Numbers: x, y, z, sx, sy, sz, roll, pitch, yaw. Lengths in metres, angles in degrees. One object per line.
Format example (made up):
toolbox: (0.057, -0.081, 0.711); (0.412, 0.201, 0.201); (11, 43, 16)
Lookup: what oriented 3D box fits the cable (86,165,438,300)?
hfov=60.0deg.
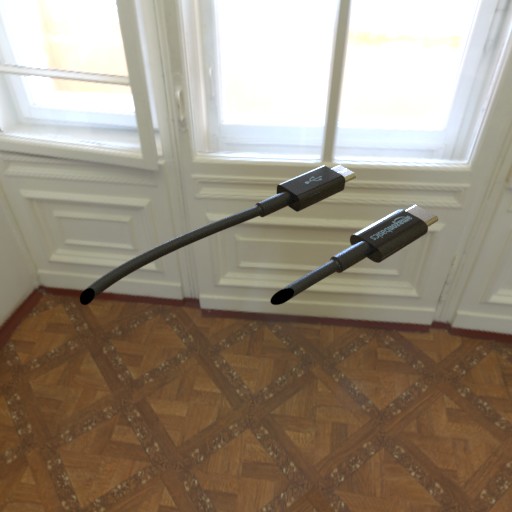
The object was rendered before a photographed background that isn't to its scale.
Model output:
cable: (0.000, 0.000, 0.111); (0.098, 0.006, 0.040); (-27, 47, -28)
